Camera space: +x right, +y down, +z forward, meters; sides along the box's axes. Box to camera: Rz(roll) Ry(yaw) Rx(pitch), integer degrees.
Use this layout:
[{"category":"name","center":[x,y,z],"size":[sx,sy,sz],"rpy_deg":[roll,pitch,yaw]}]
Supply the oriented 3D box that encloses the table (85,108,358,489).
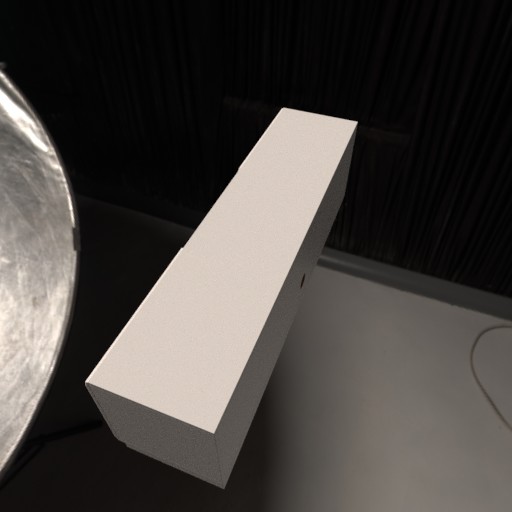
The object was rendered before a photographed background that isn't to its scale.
[{"category":"table","center":[0.000,0.000,1.762],"size":[0.400,0.440,1.550],"rpy_deg":[16,48,15]}]
